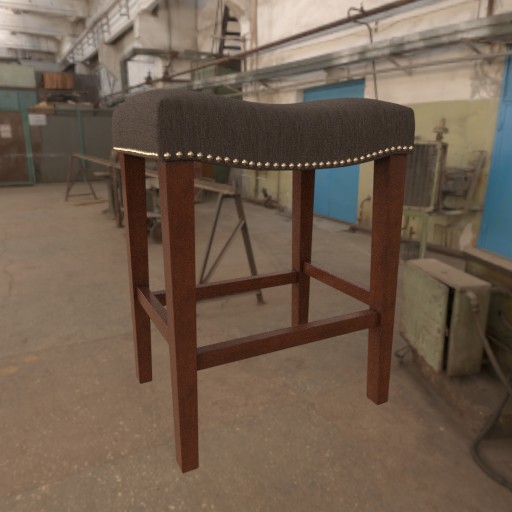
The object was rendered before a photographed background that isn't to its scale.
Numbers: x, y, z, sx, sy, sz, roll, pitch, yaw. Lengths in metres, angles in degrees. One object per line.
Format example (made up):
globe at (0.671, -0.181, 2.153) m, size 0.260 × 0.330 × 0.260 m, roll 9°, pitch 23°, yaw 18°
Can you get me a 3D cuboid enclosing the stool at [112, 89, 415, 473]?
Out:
stool at (0.000, 0.000, 0.958) m, size 0.504 × 0.654 × 0.372 m, roll -8°, pitch 17°, yaw -26°
